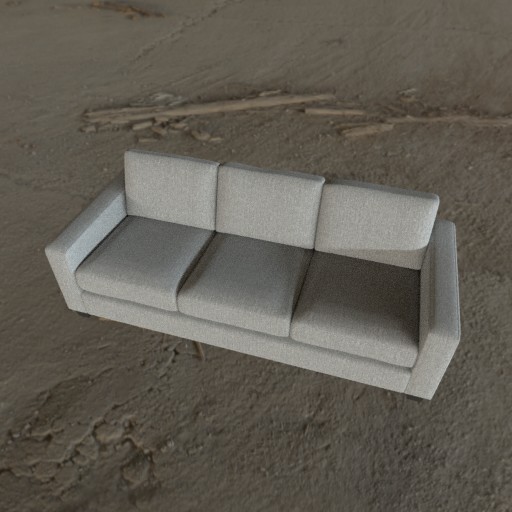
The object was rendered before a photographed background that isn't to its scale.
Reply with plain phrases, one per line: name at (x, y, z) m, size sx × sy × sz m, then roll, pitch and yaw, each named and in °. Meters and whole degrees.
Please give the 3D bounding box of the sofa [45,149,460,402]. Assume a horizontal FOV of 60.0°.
sofa at (0.000, 0.000, 2.552) m, size 2.120 × 0.800 × 0.900 m, roll 11°, pitch 43°, yaw 12°
